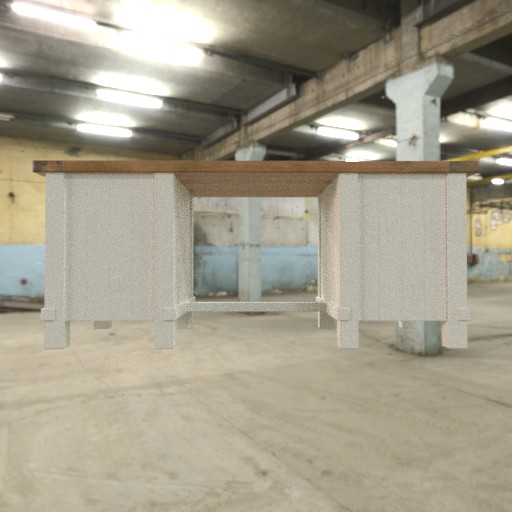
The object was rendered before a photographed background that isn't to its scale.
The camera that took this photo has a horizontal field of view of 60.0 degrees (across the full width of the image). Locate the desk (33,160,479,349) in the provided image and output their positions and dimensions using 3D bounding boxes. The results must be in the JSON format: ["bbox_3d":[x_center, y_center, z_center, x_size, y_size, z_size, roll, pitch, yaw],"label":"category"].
[{"bbox_3d":[0.000,0.000,2.131,1.803,0.760,0.688,0,-1,0],"label":"desk"}]
